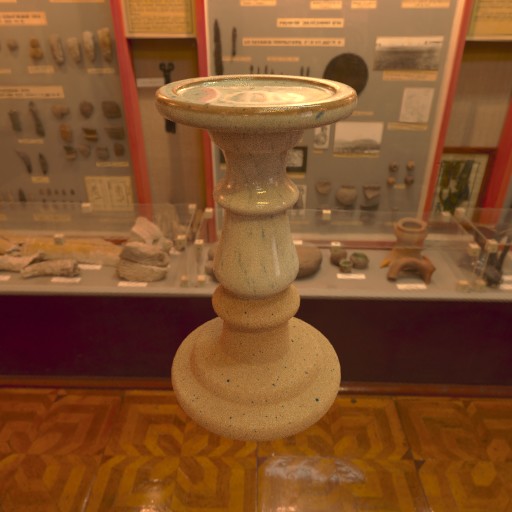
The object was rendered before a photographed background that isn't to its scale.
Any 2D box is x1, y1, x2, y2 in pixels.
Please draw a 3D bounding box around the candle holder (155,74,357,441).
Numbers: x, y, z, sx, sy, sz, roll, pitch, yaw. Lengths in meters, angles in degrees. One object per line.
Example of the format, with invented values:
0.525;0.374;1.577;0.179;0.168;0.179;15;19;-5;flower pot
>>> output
0.000;0.000;0.280;0.123;0.202;0.123;0;30;0;candle holder
